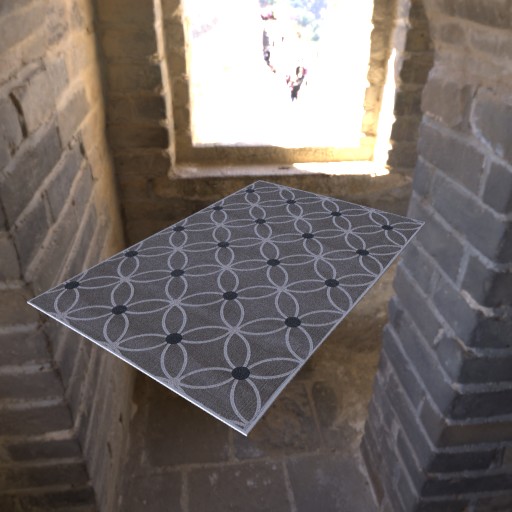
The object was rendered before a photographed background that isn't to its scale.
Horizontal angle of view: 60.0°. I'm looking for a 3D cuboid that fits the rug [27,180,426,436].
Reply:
[{"bbox_3d":[0.000,0.000,2.895,1.522,0.008,2.284,20,36,30],"label":"rug"}]
